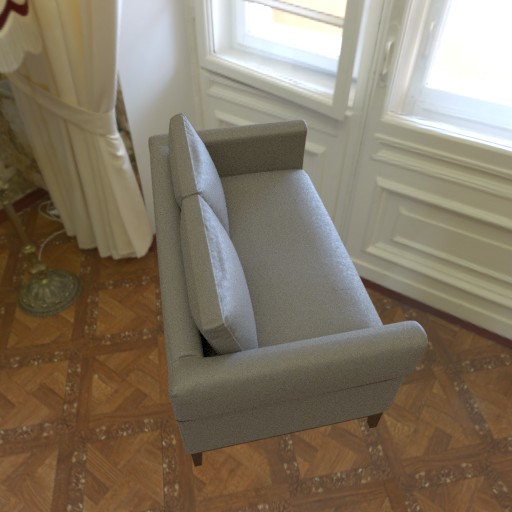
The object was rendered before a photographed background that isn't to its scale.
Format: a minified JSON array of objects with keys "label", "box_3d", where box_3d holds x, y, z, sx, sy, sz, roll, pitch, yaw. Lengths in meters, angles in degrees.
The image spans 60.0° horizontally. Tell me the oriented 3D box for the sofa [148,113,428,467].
[{"label":"sofa","box_3d":[0.000,0.000,2.168,0.899,0.873,1.598,-9,47,-8]}]
